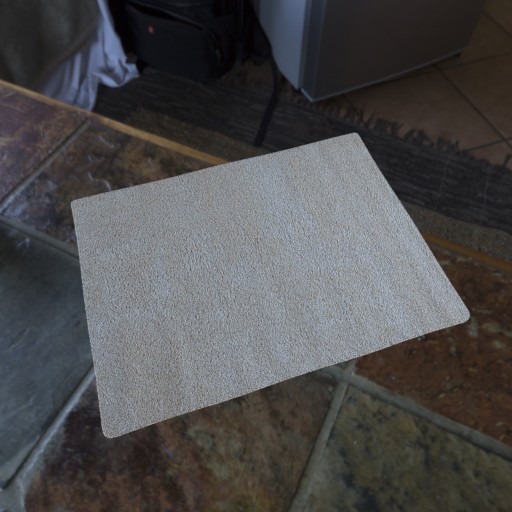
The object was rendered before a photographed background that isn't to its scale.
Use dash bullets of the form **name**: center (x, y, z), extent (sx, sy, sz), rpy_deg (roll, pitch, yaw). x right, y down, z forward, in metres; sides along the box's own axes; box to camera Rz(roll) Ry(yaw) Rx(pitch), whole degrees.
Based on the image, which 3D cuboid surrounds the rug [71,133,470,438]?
- **rug**: center (0.000, 0.000, 2.103), extent (1.600, 0.025, 1.199), rpy_deg (-16, 60, -9)
